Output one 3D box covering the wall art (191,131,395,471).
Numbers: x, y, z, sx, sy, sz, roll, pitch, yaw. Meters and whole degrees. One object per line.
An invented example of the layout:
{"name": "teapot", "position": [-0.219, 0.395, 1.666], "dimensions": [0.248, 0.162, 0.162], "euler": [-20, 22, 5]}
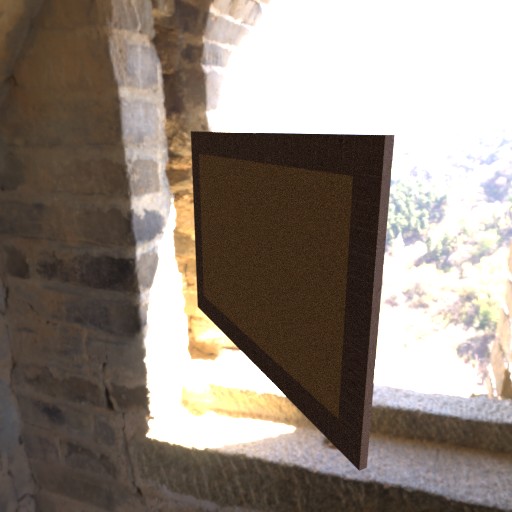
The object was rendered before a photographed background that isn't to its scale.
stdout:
{"name": "wall art", "position": [0.000, 0.000, 1.166], "dimensions": [0.019, 0.626, 0.917], "euler": [-8, 18, -26]}
